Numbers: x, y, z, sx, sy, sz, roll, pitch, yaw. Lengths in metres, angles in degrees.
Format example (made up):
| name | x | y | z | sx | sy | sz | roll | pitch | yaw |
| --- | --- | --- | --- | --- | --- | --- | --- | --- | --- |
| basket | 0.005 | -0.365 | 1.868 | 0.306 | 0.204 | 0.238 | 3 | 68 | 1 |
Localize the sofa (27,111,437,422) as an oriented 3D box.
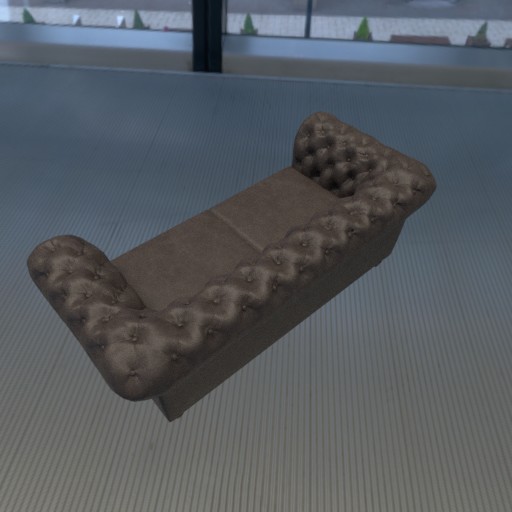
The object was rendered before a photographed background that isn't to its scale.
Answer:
| name | x | y | z | sx | sy | sz | roll | pitch | yaw |
| --- | --- | --- | --- | --- | --- | --- | --- | --- | --- |
| sofa | 0.000 | 0.000 | 2.472 | 2.048 | 0.779 | 0.944 | -32 | 55 | -27 |
